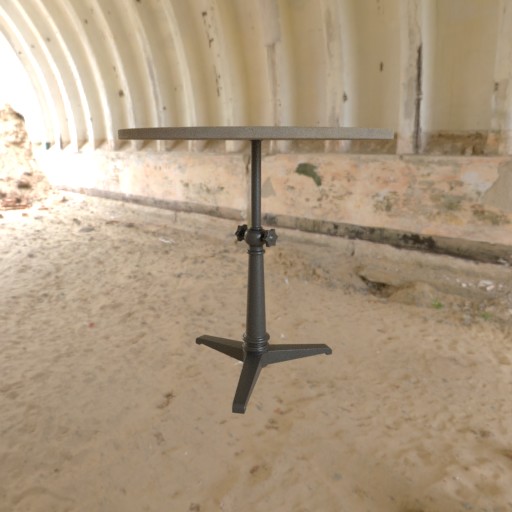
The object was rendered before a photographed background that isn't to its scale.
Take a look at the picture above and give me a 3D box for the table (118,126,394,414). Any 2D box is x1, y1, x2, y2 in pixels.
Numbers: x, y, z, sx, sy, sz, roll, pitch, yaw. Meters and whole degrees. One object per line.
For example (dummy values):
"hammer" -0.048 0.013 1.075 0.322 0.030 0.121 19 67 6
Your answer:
"table" 0.000 0.000 1.437 0.800 0.780 0.800 0 14 0
